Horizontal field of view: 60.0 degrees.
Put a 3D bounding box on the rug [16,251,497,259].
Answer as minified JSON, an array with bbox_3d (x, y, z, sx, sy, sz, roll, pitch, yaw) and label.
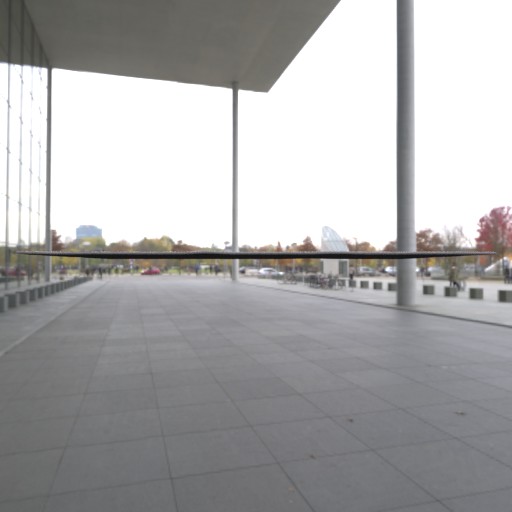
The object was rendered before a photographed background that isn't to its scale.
[{"bbox_3d":[0.000,0.000,1.052,0.867,0.007,0.515,0,-1,-1],"label":"rug"}]
